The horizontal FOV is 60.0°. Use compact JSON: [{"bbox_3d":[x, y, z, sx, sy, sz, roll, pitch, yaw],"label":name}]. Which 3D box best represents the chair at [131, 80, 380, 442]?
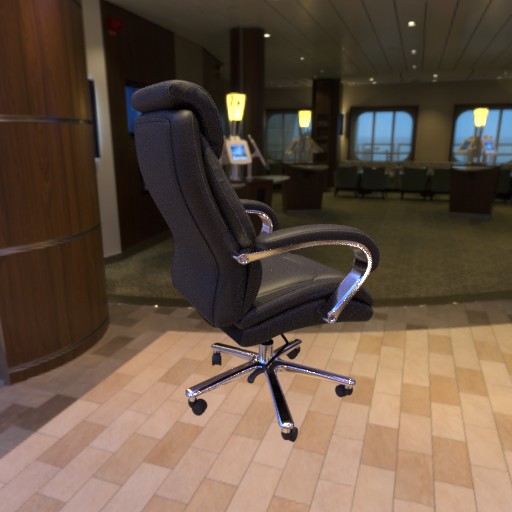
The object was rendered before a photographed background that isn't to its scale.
[{"bbox_3d":[0.000,0.000,1.682,0.790,1.183,0.755,-7,17,-26],"label":"chair"}]
